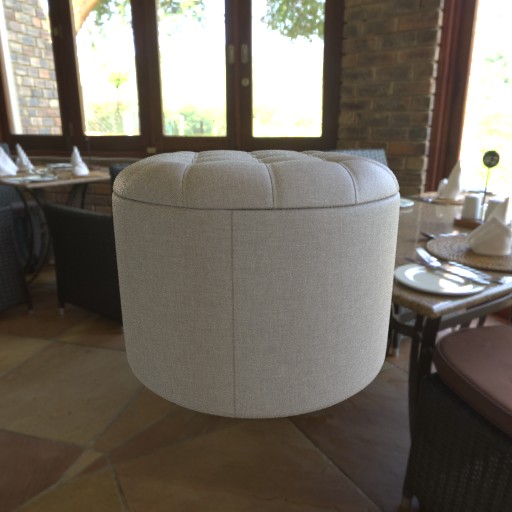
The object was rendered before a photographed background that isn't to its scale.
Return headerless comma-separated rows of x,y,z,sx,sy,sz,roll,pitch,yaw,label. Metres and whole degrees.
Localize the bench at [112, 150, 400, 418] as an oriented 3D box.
0.000,0.000,1.004,0.600,0.453,0.600,0,16,0,bench
